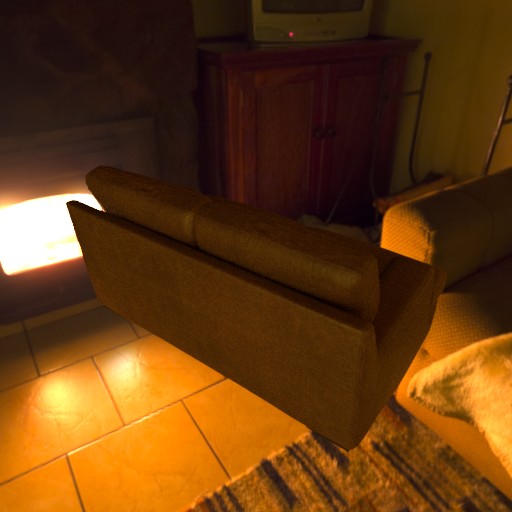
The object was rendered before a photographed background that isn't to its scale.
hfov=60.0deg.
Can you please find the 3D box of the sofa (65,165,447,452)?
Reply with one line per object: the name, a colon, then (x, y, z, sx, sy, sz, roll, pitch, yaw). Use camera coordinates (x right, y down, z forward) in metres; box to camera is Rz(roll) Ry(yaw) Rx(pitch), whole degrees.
sofa: (0.000, 0.000, 2.500, 1.880, 0.939, 1.143, 21, 37, 31)
